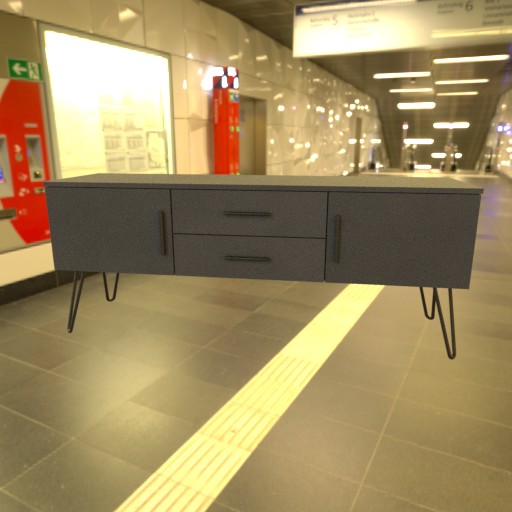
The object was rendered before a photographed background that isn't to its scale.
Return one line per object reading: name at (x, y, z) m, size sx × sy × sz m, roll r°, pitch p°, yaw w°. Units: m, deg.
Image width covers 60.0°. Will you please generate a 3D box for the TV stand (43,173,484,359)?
TV stand at (0.000, 0.000, 1.642) m, size 1.400 × 0.560 × 0.400 m, roll 2°, pitch 15°, yaw 8°
